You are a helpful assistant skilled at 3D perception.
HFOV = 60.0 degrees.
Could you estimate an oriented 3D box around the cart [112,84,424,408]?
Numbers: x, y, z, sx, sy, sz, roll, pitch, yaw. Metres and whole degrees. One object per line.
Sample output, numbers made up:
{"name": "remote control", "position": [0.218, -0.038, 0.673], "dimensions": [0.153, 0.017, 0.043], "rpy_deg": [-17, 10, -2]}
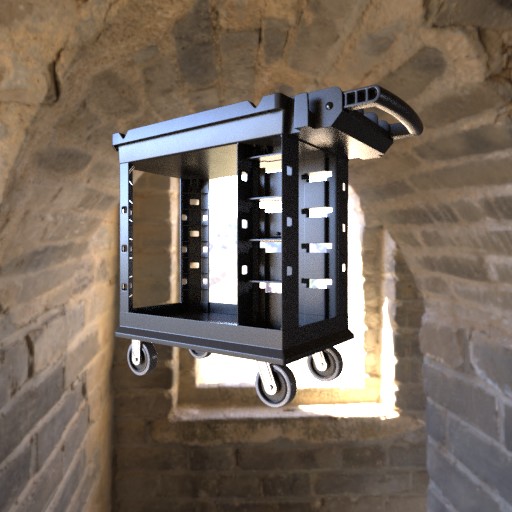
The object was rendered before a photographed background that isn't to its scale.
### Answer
{"name": "cart", "position": [0.000, 0.000, 1.543], "dimensions": [1.061, 0.884, 0.497], "rpy_deg": [0, 0, 35]}
